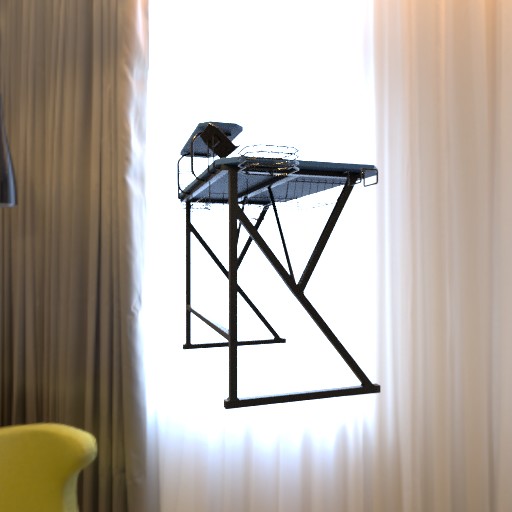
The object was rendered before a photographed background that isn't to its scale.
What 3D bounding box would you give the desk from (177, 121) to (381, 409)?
[{"bbox_3d":[0.000,0.000,1.809,0.594,0.909,1.295,0,0,-18],"label":"desk"}]
